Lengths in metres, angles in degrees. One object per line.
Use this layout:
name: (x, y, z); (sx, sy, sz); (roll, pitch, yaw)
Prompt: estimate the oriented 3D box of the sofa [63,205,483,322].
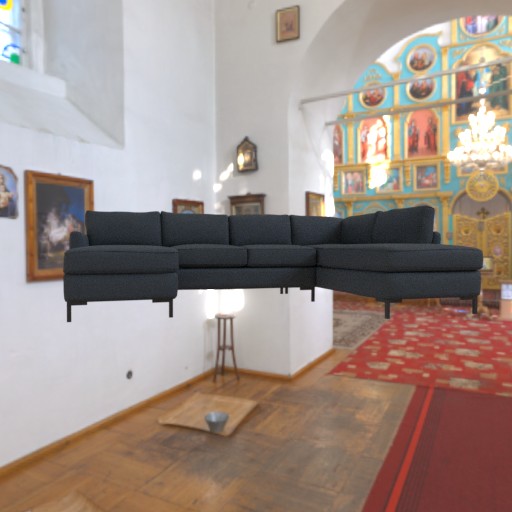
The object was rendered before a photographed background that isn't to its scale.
sofa: (0.000, 0.000, 3.758); (2.975, 0.858, 1.984); (0, 1, -18)
